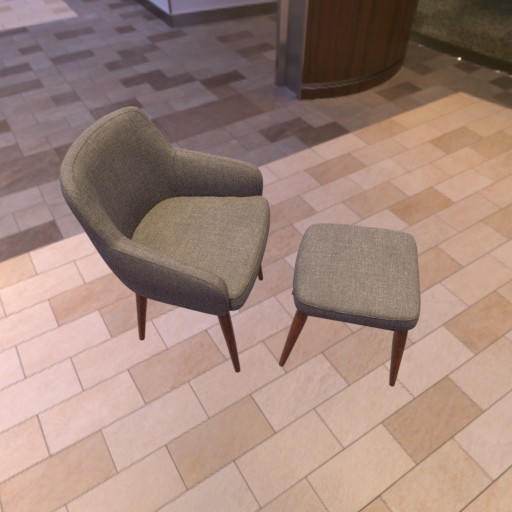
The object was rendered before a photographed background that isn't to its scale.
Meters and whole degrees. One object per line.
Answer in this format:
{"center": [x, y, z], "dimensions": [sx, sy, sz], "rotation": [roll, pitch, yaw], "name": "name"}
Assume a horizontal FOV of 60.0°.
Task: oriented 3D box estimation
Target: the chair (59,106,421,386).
{"center": [0.000, 0.000, 1.531], "dimensions": [1.107, 0.799, 0.584], "rotation": [8, 47, 8], "name": "chair"}
